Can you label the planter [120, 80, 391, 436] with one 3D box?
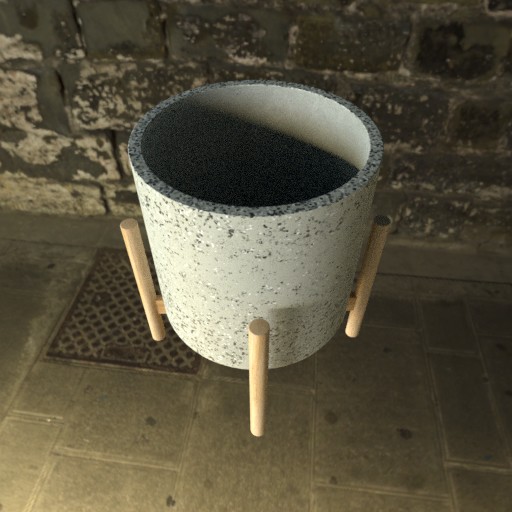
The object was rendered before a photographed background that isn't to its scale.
[{"bbox_3d":[0.000,0.000,0.685,0.360,0.419,0.360,16,48,15],"label":"planter"}]
